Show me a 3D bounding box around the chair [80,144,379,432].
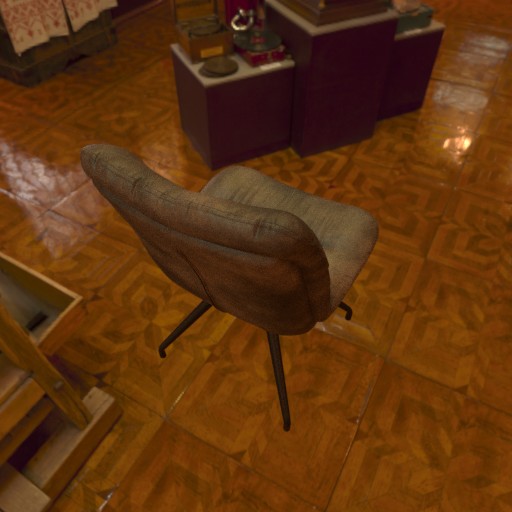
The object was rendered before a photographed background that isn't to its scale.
[{"bbox_3d":[0.000,0.000,1.229,0.549,0.870,0.622,24,52,20],"label":"chair"}]
